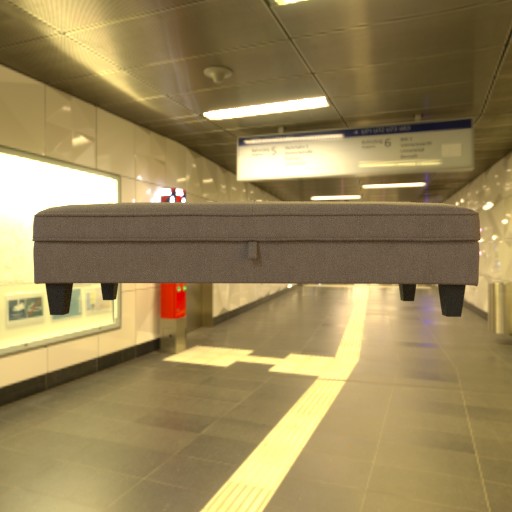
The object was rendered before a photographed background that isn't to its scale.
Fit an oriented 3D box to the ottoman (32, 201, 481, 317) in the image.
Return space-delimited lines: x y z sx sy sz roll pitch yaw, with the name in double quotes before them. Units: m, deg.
"ottoman" 0.000 0.000 2.045 1.764 0.470 0.751 0 0 2
